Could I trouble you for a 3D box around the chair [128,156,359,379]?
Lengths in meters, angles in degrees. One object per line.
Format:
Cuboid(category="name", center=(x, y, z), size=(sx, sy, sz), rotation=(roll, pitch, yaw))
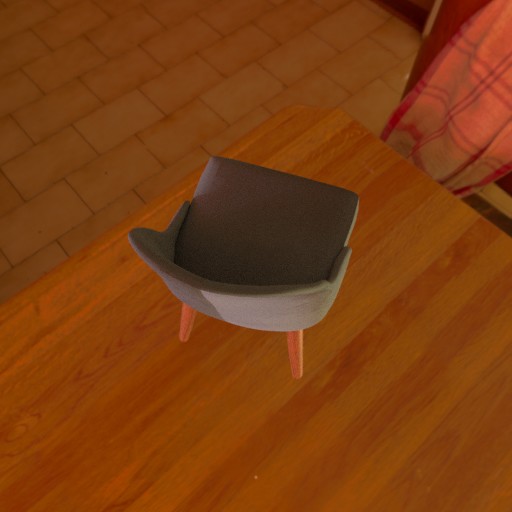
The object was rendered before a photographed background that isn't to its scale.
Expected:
Cuboid(category="chair", center=(0.000, 0.000, 1.255), size=(0.503, 0.882, 0.589), rotation=(16, 65, 8))
